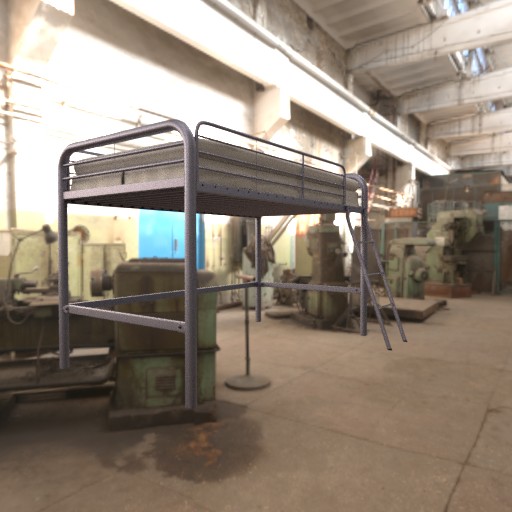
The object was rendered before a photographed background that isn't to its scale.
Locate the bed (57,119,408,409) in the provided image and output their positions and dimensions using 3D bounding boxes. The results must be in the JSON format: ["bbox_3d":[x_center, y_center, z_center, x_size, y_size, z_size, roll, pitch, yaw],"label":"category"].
[{"bbox_3d":[0.000,0.000,2.929,1.415,1.288,1.965,1,2,37],"label":"bed"}]
